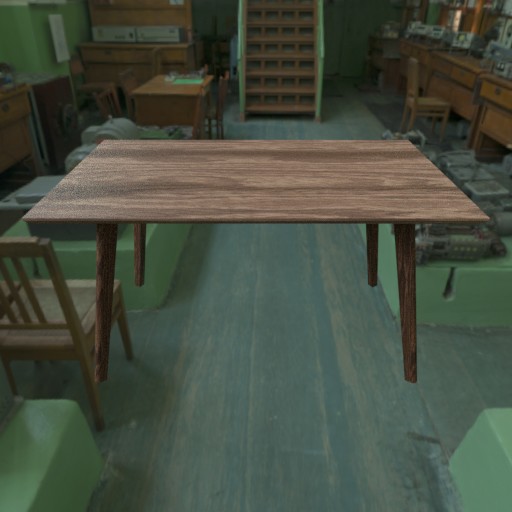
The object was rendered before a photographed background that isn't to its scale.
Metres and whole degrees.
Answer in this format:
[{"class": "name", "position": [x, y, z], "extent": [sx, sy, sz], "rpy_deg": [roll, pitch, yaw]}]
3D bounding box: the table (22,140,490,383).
[{"class": "table", "position": [0.000, 0.000, 1.804], "extent": [1.349, 0.724, 0.801], "rpy_deg": [0, 30, 0]}]
